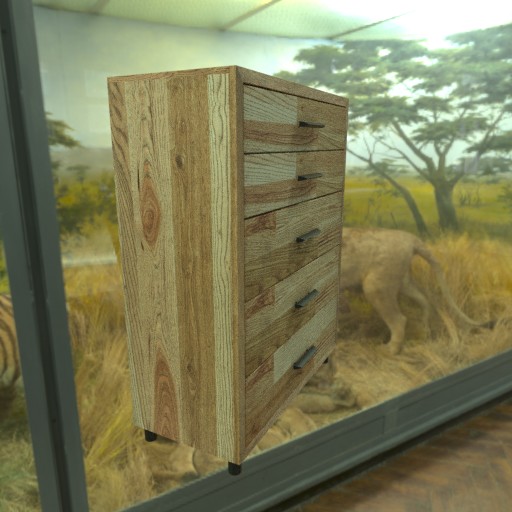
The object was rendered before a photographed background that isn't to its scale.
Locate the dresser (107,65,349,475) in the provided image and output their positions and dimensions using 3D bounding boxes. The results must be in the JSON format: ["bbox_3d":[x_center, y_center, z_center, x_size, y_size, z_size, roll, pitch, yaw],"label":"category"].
[{"bbox_3d":[0.000,0.000,1.759,0.480,1.243,0.966,7,16,27],"label":"dresser"}]
